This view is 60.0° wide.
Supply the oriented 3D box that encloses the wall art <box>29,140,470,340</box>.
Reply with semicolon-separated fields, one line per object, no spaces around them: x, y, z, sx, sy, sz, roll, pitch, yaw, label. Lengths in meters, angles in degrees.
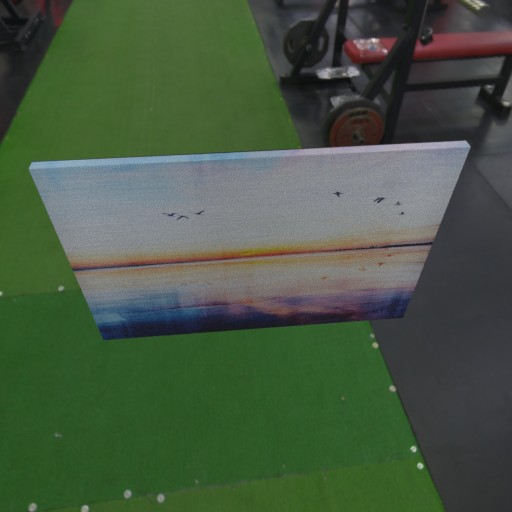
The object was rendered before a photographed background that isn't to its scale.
0.000;0.000;1.417;1.137;0.756;0.034;-4;46;-4;wall art
